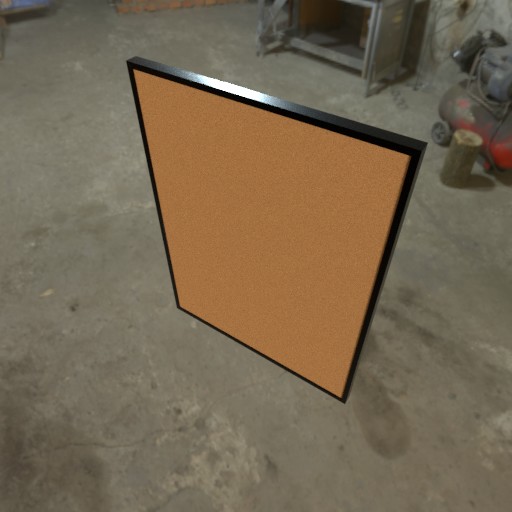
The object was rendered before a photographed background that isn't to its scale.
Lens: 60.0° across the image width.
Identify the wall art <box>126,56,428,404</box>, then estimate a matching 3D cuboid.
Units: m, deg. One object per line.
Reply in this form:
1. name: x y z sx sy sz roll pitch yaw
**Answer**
1. wall art: 0.000 0.000 1.411 0.805 1.062 0.040 25 50 23
